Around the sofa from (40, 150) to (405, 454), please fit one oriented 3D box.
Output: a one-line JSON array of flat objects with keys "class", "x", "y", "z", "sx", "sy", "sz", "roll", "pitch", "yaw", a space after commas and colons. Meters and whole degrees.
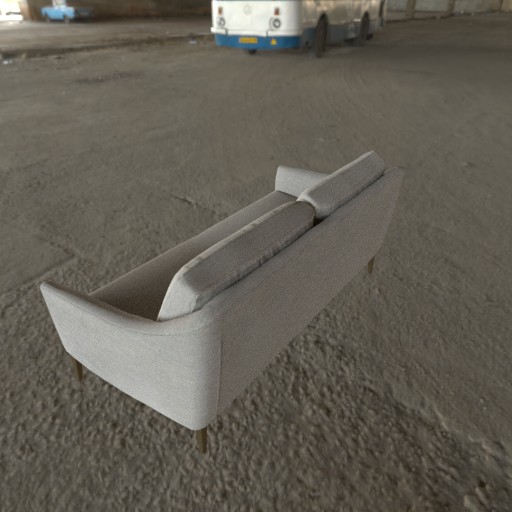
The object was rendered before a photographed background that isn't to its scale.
[{"class": "sofa", "x": 0.000, "y": 0.000, "z": 2.539, "sx": 0.980, "sy": 0.913, "sz": 2.036, "roll": 20, "pitch": 36, "yaw": 30}]
